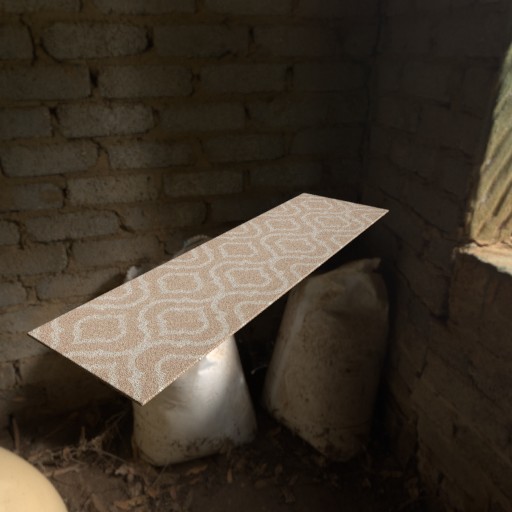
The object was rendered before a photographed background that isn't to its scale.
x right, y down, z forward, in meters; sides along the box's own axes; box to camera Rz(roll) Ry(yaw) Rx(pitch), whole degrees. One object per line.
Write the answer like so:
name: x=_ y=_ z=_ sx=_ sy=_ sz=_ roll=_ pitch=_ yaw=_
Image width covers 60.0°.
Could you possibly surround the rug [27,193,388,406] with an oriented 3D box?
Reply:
rug: x=0.000 y=0.000 z=2.478 sx=0.691 sy=0.013 sz=2.289 roll=17 pitch=31 yaw=31
